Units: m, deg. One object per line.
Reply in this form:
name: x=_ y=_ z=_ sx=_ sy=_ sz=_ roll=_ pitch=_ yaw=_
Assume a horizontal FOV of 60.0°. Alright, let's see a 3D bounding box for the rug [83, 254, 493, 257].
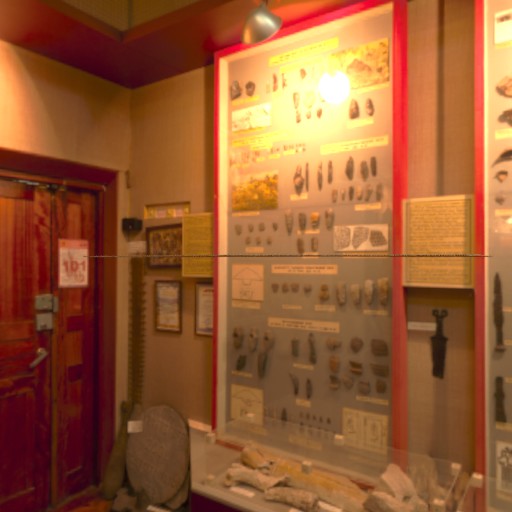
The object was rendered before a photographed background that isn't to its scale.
rug: x=0.000 y=0.000 z=2.520 sx=2.335 sy=0.013 sz=0.697 roll=0 pitch=0 yaw=36
